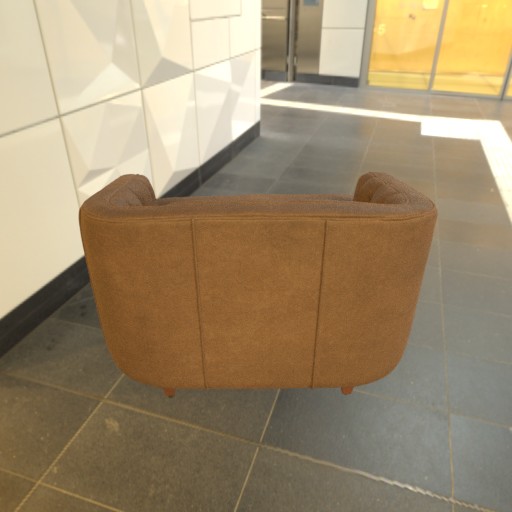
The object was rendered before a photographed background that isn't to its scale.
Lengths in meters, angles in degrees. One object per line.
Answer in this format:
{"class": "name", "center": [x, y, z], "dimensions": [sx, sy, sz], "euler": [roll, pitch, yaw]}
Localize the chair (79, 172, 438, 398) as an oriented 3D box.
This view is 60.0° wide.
{"class": "chair", "center": [0.000, 0.000, 1.731], "dimensions": [1.118, 0.787, 0.914], "euler": [-1, 31, -1]}
